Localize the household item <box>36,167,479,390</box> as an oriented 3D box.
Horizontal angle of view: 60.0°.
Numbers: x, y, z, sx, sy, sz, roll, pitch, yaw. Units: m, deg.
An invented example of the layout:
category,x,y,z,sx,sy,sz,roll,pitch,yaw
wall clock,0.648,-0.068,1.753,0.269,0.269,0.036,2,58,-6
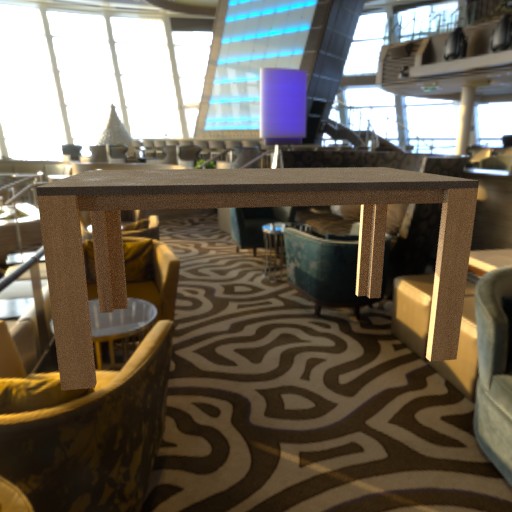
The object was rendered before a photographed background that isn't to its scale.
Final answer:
category,x,y,z,sx,sy,sz,roll,pitch,yaw
household item,0.000,0.000,2.083,1.600,0.755,0.850,-2,15,-8
